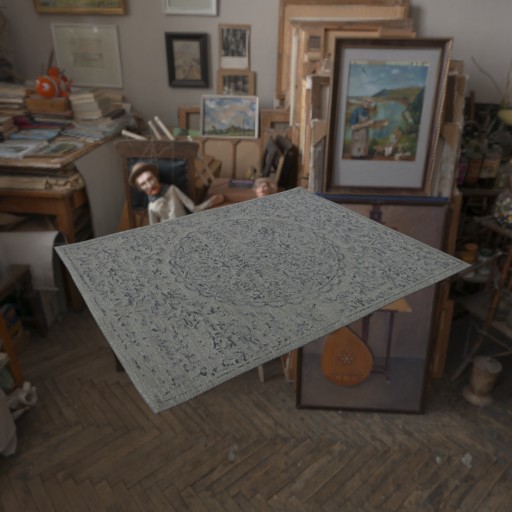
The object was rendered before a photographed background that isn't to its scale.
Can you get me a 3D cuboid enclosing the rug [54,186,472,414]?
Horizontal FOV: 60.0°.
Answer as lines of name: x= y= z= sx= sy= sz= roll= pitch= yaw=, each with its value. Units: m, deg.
rug: x=0.000 y=0.000 z=3.951 sx=2.925 sy=0.026 sz=2.343 roll=-18 pitch=34 yaw=-29
